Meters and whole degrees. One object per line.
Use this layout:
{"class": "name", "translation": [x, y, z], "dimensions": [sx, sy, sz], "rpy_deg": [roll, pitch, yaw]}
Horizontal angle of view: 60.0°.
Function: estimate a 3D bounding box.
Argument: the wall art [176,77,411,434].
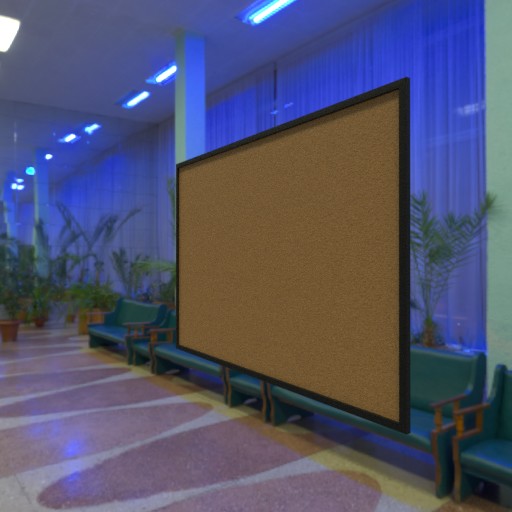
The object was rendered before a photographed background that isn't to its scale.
{"class": "wall art", "translation": [0.000, 0.000, 1.216], "dimensions": [0.013, 0.665, 0.963], "rpy_deg": [0, 0, -36]}
